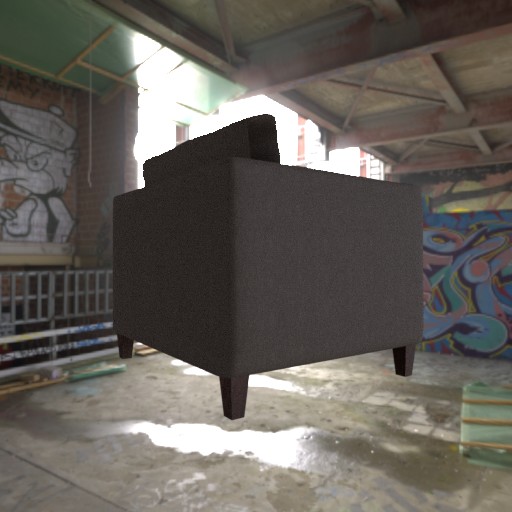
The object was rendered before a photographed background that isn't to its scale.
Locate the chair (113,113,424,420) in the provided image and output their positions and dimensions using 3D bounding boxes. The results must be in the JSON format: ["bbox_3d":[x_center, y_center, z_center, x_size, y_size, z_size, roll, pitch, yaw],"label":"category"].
[{"bbox_3d":[0.000,0.000,1.949,0.959,0.963,1.107,0,0,-35],"label":"chair"}]
